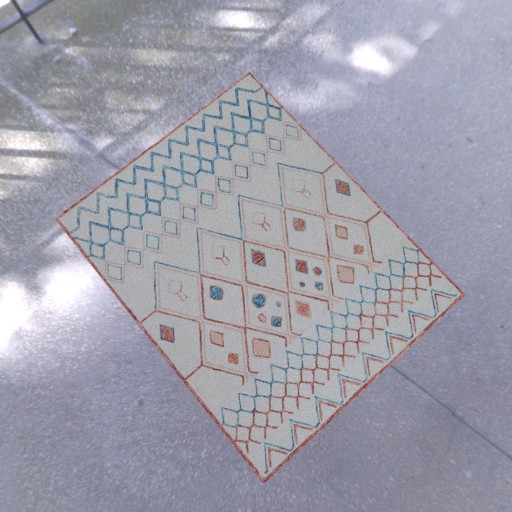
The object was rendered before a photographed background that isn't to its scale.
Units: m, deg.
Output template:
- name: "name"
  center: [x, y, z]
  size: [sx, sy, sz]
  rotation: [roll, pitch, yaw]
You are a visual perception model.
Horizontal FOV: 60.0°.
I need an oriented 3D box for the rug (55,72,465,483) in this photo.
- name: "rug"
  center: [0.000, 0.000, 4.138]
  size: [2.441, 0.016, 3.050]
  rotation: [-40, 80, -8]
